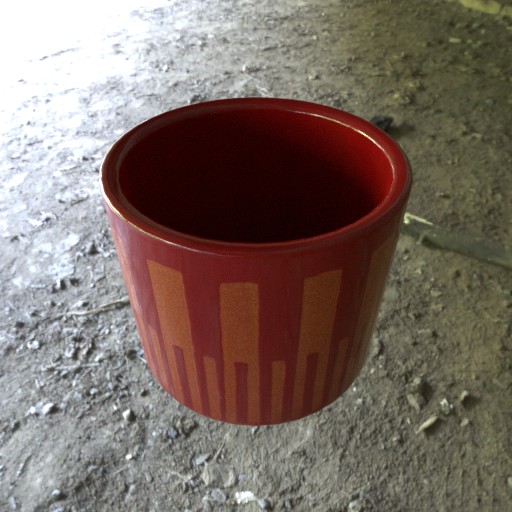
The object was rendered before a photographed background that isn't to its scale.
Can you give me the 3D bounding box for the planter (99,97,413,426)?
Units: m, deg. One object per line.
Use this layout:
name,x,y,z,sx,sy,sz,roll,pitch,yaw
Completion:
planter,0.000,0.000,0.398,0.230,0.202,0.230,0,41,0
